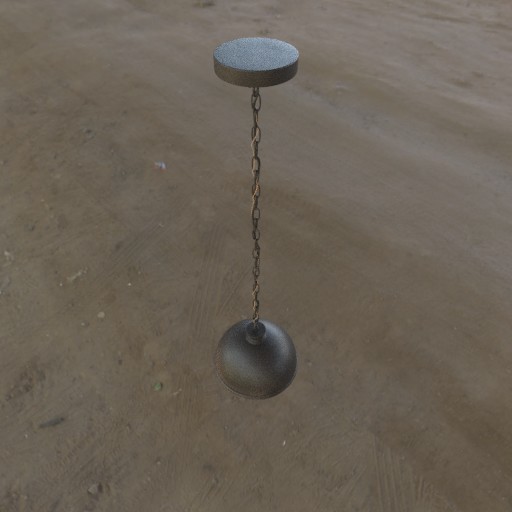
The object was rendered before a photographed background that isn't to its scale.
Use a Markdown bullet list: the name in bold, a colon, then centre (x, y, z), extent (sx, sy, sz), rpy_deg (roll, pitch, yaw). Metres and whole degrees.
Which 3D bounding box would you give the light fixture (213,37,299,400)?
- **light fixture**: centre (0.000, 0.000, 1.222), extent (0.304, 1.090, 0.304), rpy_deg (9, 46, 9)
